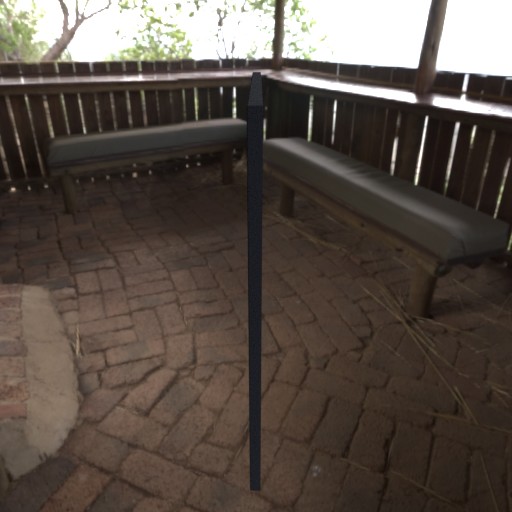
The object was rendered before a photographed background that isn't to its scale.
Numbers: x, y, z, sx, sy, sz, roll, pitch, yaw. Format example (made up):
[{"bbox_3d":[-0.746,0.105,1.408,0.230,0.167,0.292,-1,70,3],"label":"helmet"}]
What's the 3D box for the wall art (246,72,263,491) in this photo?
[{"bbox_3d":[0.000,0.000,0.496,0.010,0.361,0.311,0,26,0],"label":"wall art"}]
